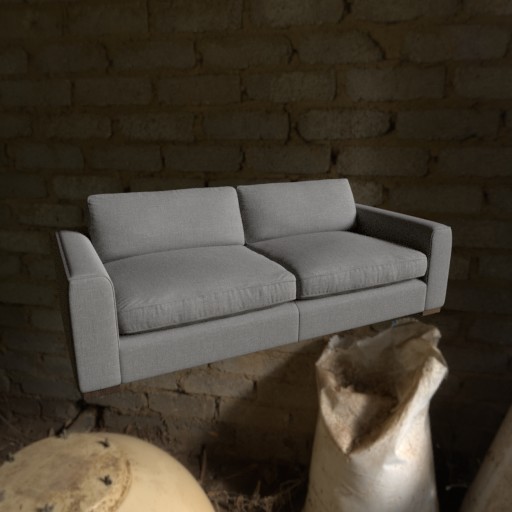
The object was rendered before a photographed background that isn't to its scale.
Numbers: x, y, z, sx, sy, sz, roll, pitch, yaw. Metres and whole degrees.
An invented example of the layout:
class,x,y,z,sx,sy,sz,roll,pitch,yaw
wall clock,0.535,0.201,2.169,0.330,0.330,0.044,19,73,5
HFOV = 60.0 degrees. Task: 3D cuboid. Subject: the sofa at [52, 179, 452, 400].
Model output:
class,x,y,z,sx,sy,sz,roll,pitch,yaw
sofa,0.000,0.000,2.751,2.262,0.801,1.070,-8,18,-25
